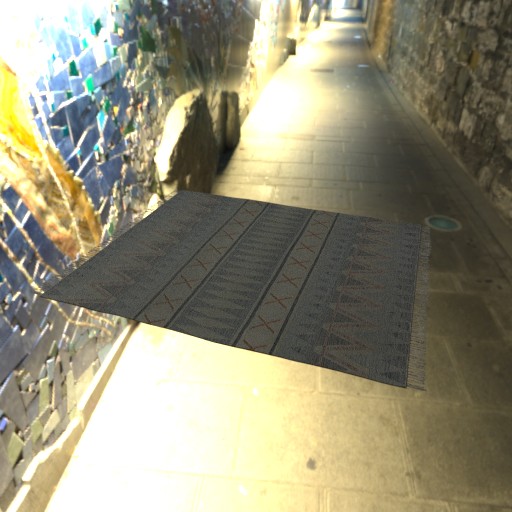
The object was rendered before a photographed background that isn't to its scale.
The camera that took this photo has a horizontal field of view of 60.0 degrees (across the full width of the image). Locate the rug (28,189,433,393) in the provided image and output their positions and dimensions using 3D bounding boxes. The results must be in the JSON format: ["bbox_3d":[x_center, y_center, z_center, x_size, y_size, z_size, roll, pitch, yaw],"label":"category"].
[{"bbox_3d":[0.000,0.000,4.007,3.000,0.012,2.371,10,32,17],"label":"rug"}]
